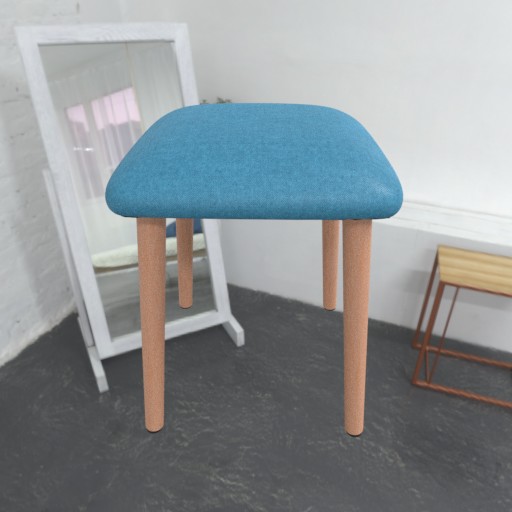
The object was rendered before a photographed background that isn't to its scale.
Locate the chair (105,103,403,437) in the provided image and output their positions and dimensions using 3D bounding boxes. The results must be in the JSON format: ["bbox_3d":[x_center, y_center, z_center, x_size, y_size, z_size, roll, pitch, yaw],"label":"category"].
[{"bbox_3d":[0.000,0.000,0.725,0.360,0.450,0.360,1,31,1],"label":"chair"}]
